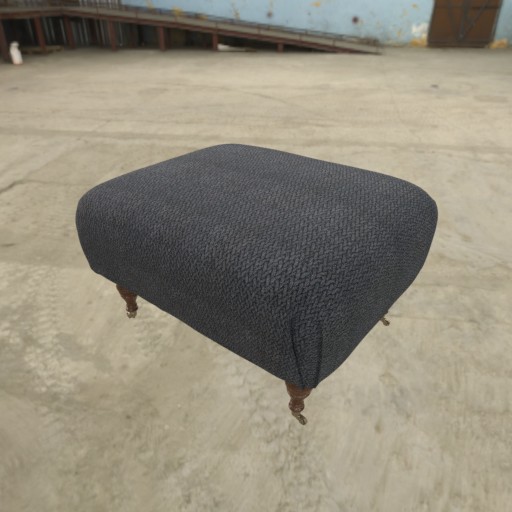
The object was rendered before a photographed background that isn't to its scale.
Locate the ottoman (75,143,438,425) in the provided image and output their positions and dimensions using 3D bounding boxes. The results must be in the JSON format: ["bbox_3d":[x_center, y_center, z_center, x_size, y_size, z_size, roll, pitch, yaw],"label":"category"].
[{"bbox_3d":[0.000,0.000,1.164,0.747,0.450,0.622,22,37,32],"label":"ottoman"}]
